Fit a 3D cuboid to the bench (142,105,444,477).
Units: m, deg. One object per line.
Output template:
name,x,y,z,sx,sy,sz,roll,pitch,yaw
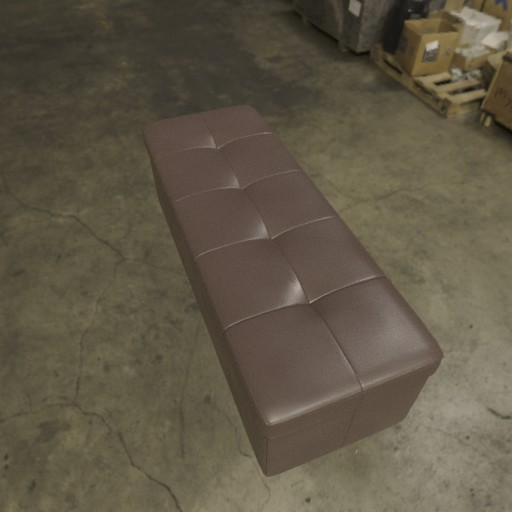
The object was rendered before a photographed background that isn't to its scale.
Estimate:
bench,0.000,0.000,1.436,0.450,0.417,1.219,-16,49,-15
